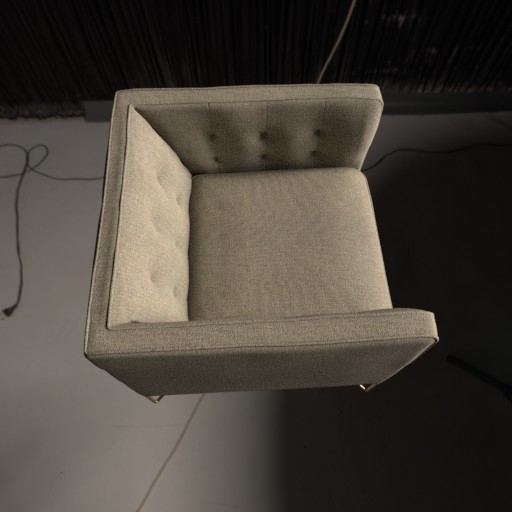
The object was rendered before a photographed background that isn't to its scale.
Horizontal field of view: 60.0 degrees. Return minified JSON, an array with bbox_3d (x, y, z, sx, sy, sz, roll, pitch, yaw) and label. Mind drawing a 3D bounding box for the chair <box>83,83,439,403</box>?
[{"bbox_3d":[0.000,0.000,1.634,0.912,0.799,0.920,-3,64,-1],"label":"chair"}]
